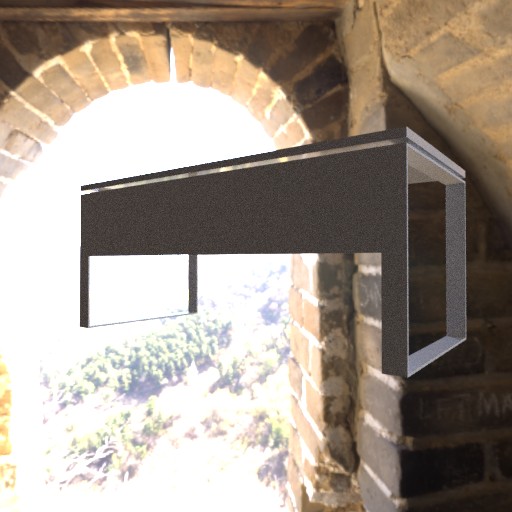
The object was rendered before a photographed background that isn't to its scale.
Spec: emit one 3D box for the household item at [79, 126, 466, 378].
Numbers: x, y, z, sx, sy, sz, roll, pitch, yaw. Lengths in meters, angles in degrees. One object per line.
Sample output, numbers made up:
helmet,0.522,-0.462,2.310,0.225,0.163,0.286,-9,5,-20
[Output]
household item,0.000,0.000,2.132,1.700,0.745,0.800,-1,-1,37
